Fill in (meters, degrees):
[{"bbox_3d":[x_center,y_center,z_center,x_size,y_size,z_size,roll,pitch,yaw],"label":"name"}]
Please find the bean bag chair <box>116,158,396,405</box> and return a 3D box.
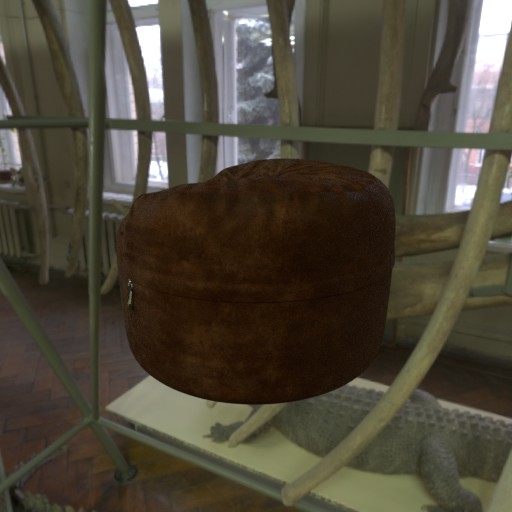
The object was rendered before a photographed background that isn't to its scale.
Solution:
[{"bbox_3d":[0.000,0.000,1.530,0.918,0.616,0.918,0,17,0],"label":"bean bag chair"}]
